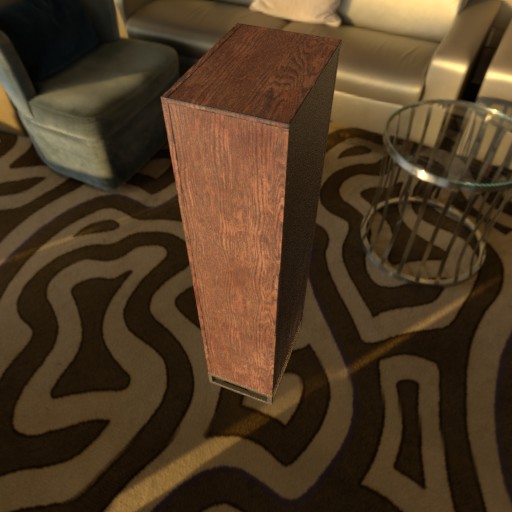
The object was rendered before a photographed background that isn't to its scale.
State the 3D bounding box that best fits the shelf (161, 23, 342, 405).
[{"bbox_3d":[0.000,0.000,1.978,0.395,1.732,0.539,16,51,14],"label":"shelf"}]
